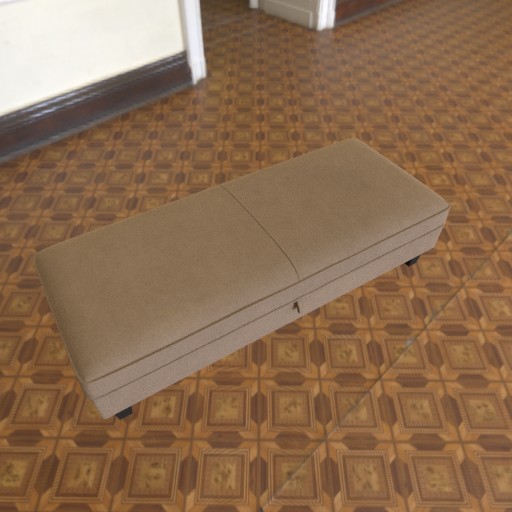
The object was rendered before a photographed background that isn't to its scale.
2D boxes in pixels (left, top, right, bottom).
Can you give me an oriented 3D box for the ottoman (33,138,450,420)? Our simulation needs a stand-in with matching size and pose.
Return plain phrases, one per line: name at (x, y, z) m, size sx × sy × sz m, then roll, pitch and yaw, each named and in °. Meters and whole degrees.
ottoman at (0.000, 0.000, 2.021) m, size 1.726 × 0.460 × 0.735 m, roll -24°, pitch 51°, yaw -21°
